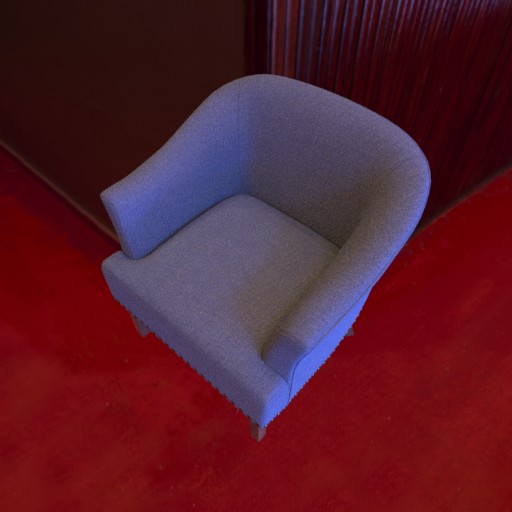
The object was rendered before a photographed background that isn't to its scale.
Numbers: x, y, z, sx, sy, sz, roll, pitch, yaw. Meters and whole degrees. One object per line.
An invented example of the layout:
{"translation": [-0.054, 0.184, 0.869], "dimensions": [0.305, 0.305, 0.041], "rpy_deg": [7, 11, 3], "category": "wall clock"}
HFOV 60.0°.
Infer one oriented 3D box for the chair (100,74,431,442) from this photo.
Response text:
{"translation": [0.000, 0.000, 1.399], "dimensions": [0.798, 0.815, 0.704], "rpy_deg": [33, 56, 26], "category": "chair"}
